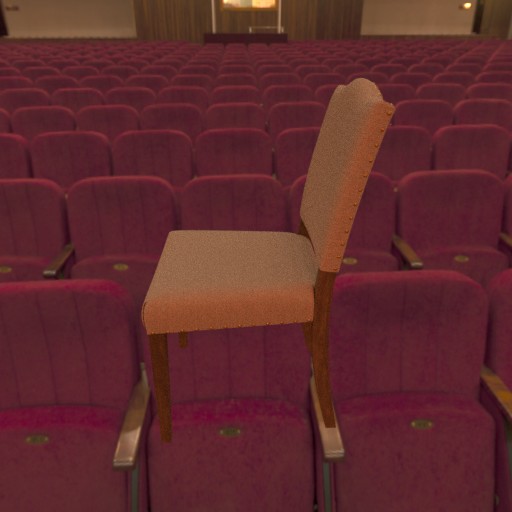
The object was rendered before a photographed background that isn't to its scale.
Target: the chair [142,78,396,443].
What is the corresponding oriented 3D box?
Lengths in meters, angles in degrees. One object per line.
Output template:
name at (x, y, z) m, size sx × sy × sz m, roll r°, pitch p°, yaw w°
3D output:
chair at (0.000, 0.000, 1.367) m, size 0.620 × 1.020 × 0.508 m, roll -1°, pitch 26°, yaw -2°
